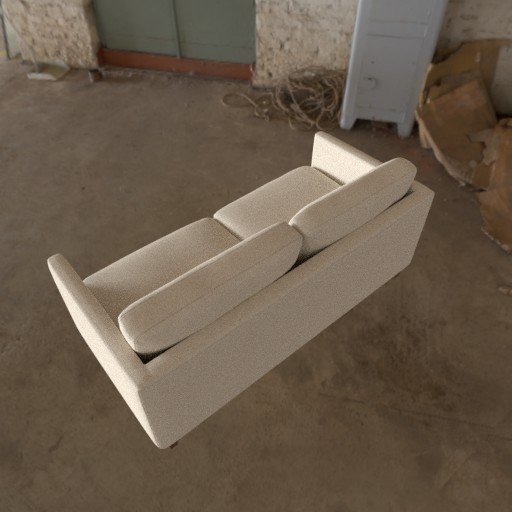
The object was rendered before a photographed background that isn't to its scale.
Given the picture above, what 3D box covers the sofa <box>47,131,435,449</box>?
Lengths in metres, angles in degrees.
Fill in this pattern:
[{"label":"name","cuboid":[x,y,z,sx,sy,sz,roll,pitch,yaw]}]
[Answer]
[{"label":"sofa","cuboid":[0.000,0.000,2.567,1.981,0.889,0.965,-31,53,-27]}]
